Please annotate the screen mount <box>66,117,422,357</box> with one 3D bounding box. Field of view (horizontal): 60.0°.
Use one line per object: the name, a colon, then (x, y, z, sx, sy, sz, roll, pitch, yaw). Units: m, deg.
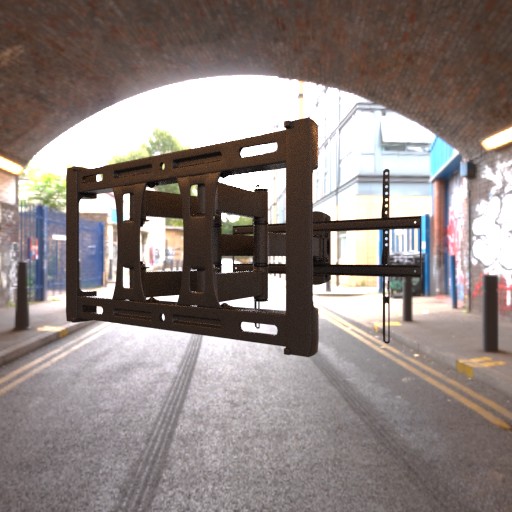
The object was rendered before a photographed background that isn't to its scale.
screen mount: (0.000, 0.000, 1.117, 0.661, 0.491, 0.644, 0, 0, 36)
